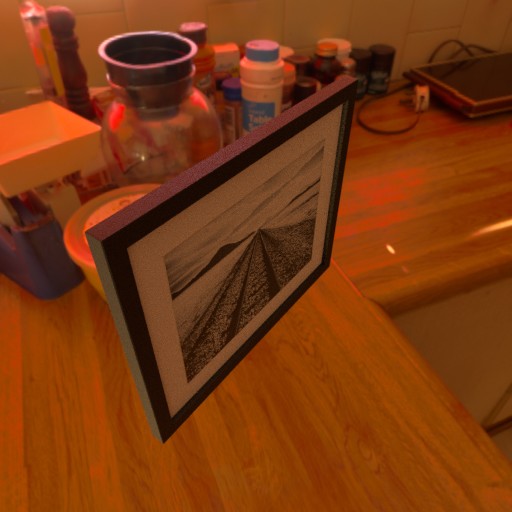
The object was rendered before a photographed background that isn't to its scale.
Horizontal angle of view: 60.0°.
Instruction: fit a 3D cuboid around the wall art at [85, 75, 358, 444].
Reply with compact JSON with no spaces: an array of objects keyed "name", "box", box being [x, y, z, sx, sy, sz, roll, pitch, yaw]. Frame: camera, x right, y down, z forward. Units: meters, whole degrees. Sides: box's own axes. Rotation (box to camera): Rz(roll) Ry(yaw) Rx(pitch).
[{"name":"wall art","box":[0.000,0.000,0.778,0.029,0.458,0.559,27,49,27]}]
